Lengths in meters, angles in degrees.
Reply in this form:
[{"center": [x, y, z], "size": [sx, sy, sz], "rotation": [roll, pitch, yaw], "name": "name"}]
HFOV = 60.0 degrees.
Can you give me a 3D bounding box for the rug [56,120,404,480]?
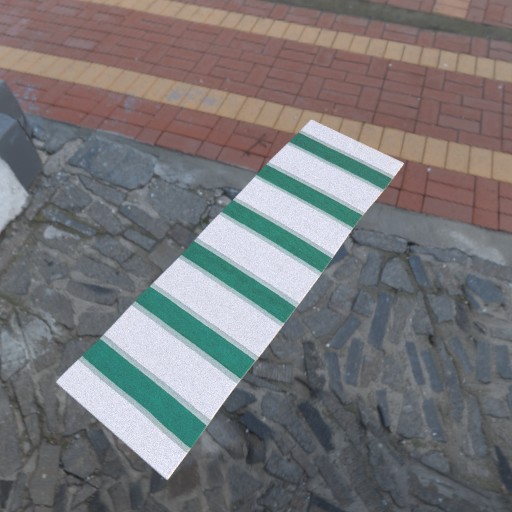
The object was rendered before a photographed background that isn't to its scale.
[{"center": [0.000, 0.000, 2.670], "size": [0.768, 0.012, 2.438], "rotation": [32, 63, 18], "name": "rug"}]
